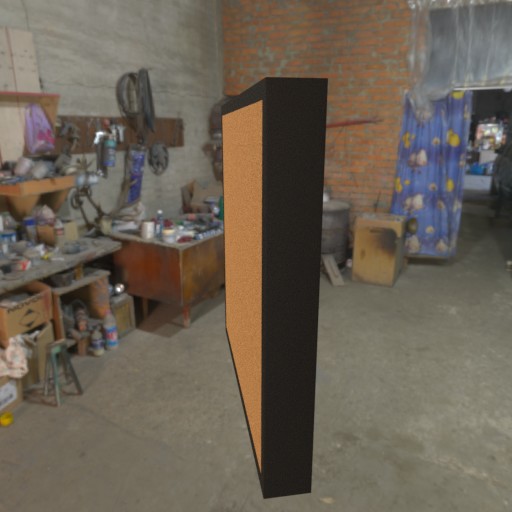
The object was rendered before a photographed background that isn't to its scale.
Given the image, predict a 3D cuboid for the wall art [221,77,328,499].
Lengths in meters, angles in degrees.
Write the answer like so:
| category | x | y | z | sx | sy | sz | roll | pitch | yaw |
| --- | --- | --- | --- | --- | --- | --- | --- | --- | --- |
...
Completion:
| category | x | y | z | sx | sy | sz | roll | pitch | yaw |
| --- | --- | --- | --- | --- | --- | --- | --- | --- | --- |
| wall art | 0.000 | 0.000 | 0.448 | 0.038 | 0.304 | 0.305 | -3 | 16 | -9 |
